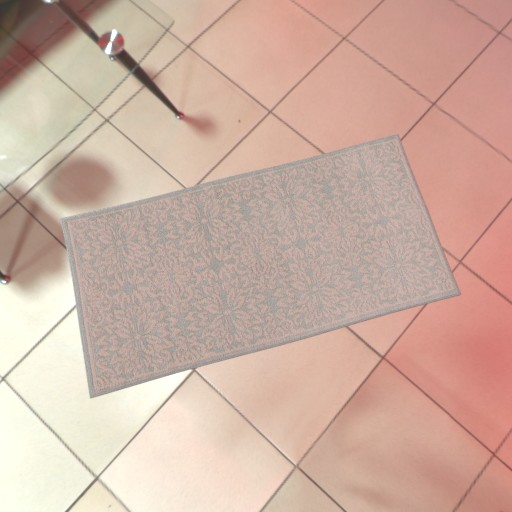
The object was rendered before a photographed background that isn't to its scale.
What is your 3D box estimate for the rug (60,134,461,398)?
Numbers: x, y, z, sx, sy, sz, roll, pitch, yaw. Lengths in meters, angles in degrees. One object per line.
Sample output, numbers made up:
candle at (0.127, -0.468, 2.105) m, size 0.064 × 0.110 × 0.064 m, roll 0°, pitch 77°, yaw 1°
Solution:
rug at (0.000, 0.000, 1.471) m, size 1.219 × 0.007 × 0.604 m, roll -15°, pitch 76°, yaw -4°
